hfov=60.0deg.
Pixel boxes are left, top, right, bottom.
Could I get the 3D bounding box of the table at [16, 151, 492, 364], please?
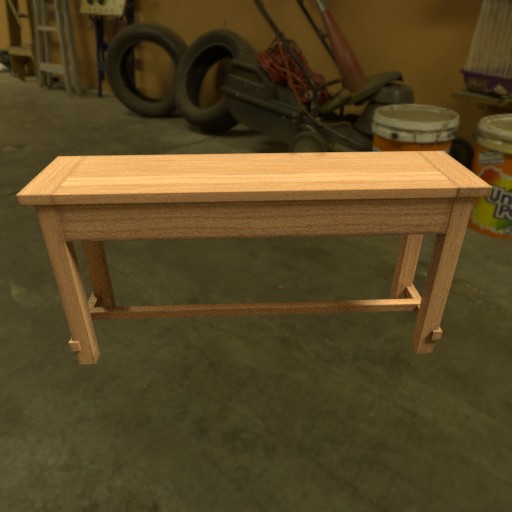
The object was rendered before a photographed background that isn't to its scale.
[{"bbox_3d":[0.000,0.000,1.862,1.599,0.762,0.442,-1,30,-2],"label":"table"}]
